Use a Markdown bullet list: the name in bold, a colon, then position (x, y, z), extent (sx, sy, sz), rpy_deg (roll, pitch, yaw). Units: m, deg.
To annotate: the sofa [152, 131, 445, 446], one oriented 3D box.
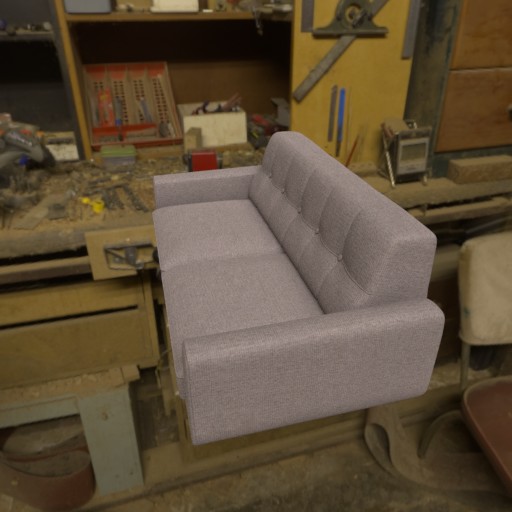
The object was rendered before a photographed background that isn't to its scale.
- **sofa**: position (0.000, 0.000, 2.136), extent (0.909, 0.841, 1.631), rpy_deg (-8, 31, -13)
